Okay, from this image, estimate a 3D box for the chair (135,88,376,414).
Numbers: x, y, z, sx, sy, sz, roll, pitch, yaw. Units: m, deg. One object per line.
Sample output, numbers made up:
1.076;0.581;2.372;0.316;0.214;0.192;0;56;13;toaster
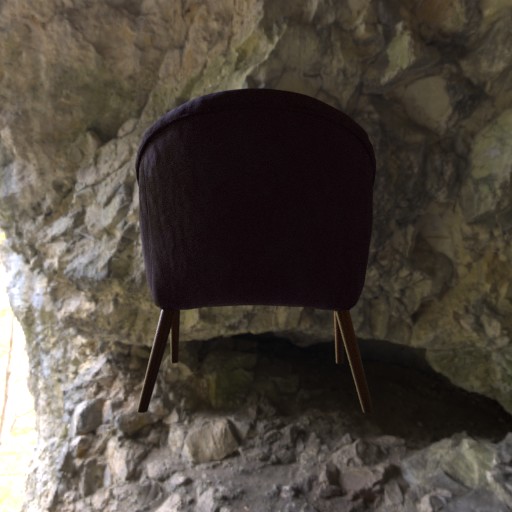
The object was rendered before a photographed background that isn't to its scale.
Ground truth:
0.000;0.000;1.513;0.851;0.885;0.776;0;0;1;chair
